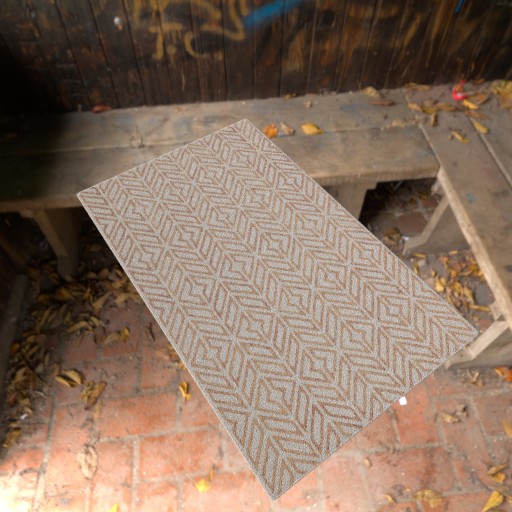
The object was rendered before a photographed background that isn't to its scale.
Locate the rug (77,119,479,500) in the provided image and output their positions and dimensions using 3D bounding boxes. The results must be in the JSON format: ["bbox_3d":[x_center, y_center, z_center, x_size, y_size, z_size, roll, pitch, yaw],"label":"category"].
[{"bbox_3d":[0.000,0.000,2.936,1.523,0.008,2.438,-30,60,-19],"label":"rug"}]
